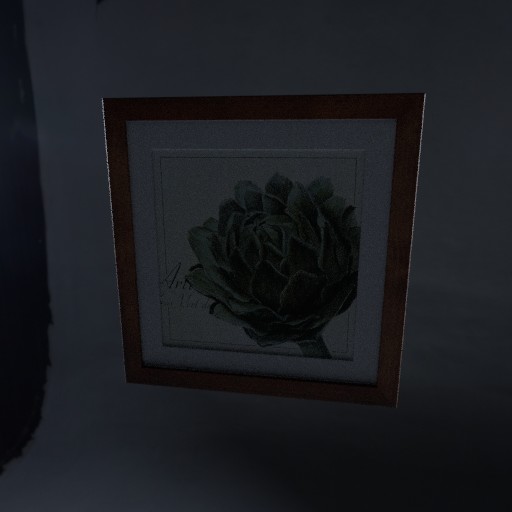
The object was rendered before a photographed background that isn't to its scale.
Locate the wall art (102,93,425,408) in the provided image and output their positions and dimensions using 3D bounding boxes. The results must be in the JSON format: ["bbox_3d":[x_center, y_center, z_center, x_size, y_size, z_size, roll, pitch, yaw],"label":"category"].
[{"bbox_3d":[0.000,0.000,0.841,0.554,0.572,0.037,2,15,9],"label":"wall art"}]
